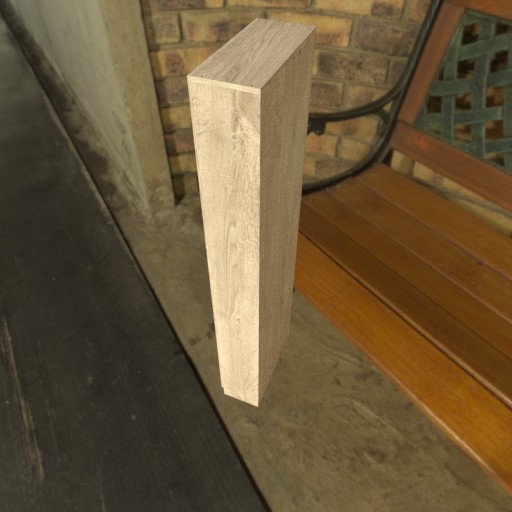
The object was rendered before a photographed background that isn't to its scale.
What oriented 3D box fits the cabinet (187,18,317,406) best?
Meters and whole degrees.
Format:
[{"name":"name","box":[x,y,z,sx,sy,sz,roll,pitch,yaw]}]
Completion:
[{"name":"cabinet","box":[0.000,0.000,1.975,0.230,1.790,0.500,16,48,15]}]
